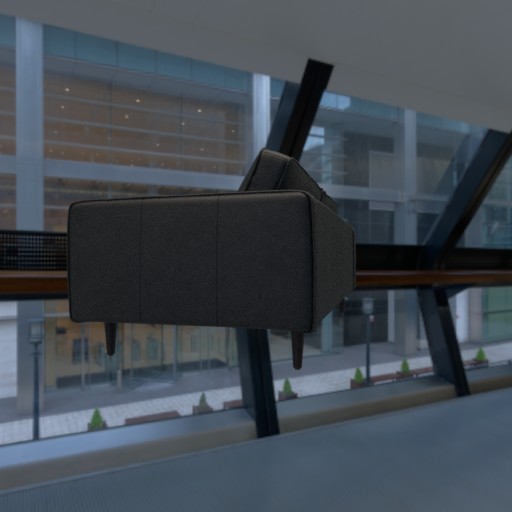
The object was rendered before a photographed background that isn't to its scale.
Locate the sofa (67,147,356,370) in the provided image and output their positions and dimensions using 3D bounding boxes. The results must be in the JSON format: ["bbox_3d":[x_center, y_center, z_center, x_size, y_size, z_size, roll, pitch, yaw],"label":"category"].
[{"bbox_3d":[0.000,0.000,2.353,0.921,0.770,1.879,0,0,16],"label":"sofa"}]
